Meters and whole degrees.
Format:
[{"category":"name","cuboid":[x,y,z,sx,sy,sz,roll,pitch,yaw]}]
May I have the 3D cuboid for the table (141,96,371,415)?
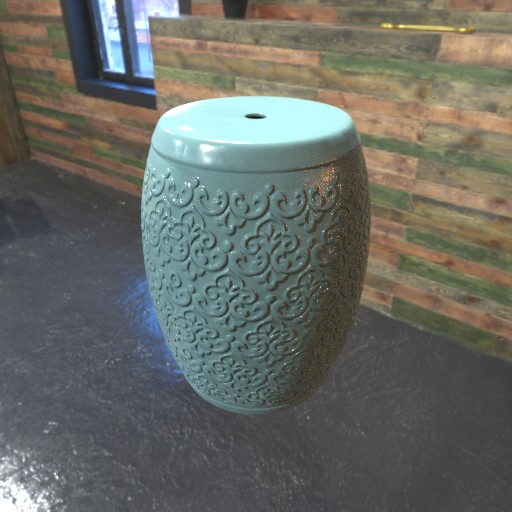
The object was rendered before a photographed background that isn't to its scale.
[{"category":"table","cuboid":[0.000,0.000,0.634,0.309,0.397,0.309,0,31,0]}]
